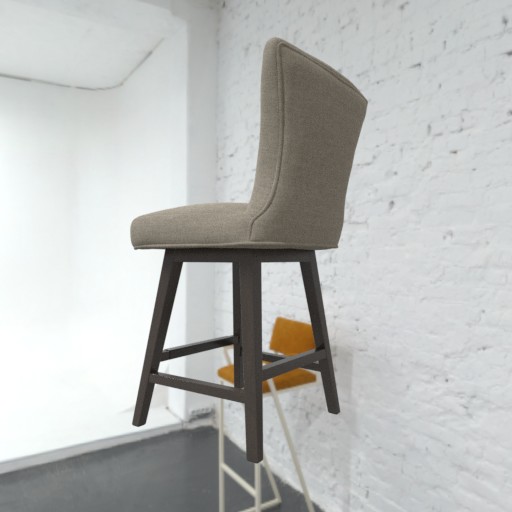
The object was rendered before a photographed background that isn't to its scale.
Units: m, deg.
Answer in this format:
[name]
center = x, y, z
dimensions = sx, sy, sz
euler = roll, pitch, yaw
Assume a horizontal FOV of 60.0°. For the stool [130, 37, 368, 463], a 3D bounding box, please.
[stool]
center = 0.000, 0.000, 1.340
dimensions = 0.574, 1.000, 0.514
euler = 0, 0, 37
